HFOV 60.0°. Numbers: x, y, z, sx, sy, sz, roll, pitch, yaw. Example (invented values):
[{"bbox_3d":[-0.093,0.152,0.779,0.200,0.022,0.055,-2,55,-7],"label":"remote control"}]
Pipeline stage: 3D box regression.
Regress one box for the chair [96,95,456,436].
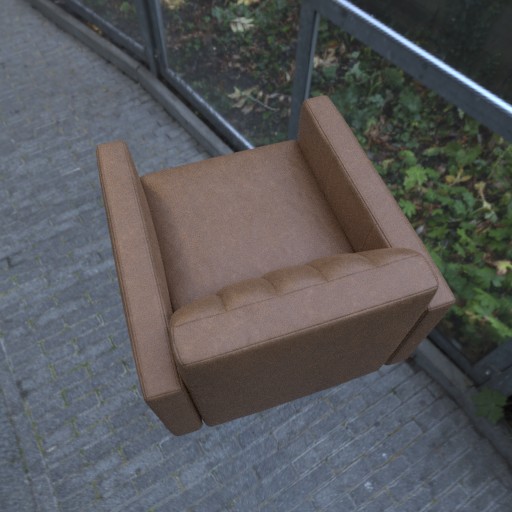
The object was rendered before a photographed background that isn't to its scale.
[{"bbox_3d":[0.000,0.000,1.625,0.953,0.819,0.998,-16,59,-10],"label":"chair"}]
